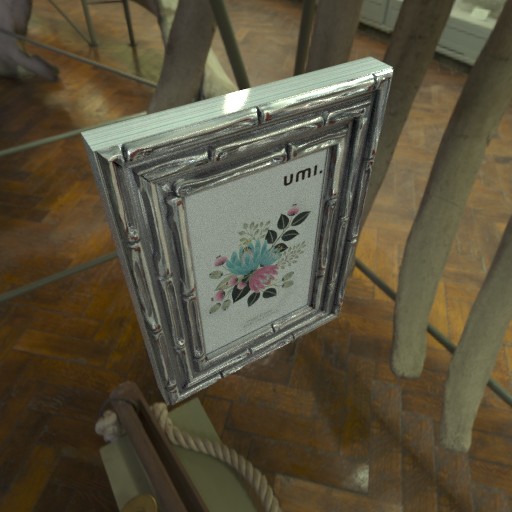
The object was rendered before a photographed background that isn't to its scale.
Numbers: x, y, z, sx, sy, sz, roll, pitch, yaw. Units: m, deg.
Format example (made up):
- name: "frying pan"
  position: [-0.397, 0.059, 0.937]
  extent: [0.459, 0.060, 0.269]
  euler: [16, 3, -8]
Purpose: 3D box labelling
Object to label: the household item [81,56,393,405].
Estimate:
- name: "household item"
  position: [0.000, 0.000, 0.291]
  extent: [0.165, 0.216, 0.025]
  euler: [-23, 49, -22]
